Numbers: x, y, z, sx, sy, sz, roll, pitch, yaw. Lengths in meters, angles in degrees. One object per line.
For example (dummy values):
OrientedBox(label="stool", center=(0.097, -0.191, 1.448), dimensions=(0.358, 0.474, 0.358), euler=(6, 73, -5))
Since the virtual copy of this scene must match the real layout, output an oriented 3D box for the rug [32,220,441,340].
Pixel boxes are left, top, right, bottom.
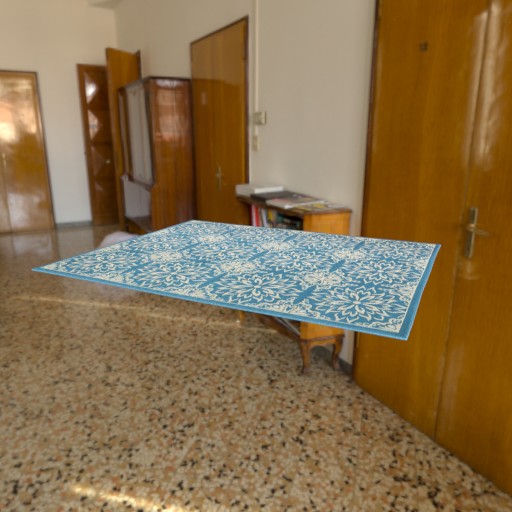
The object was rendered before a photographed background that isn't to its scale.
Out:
OrientedBox(label="rug", center=(0.000, 0.000, 4.032), dimensions=(2.964, 0.018, 2.350), euler=(7, 17, 25))
